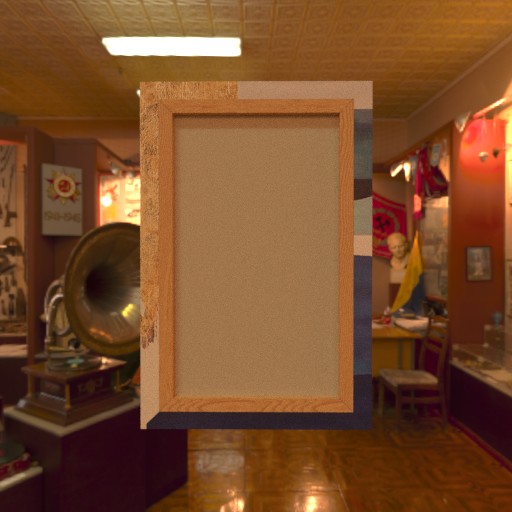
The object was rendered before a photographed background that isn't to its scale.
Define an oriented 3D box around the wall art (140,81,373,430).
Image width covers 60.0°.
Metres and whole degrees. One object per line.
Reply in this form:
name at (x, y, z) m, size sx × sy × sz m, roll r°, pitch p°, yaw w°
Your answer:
wall art at (0.000, 0.000, 1.179) m, size 0.607 × 0.911 × 0.039 m, roll 0°, pitch 1°, yaw 0°
